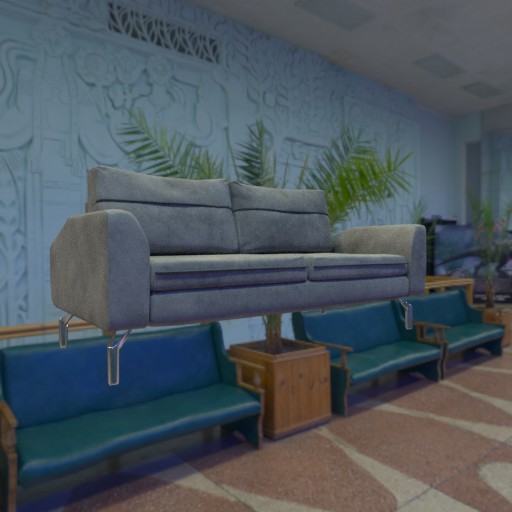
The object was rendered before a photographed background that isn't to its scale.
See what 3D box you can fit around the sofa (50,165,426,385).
[{"bbox_3d":[0.000,0.000,2.322,1.837,0.859,0.849,-1,2,-37],"label":"sofa"}]
